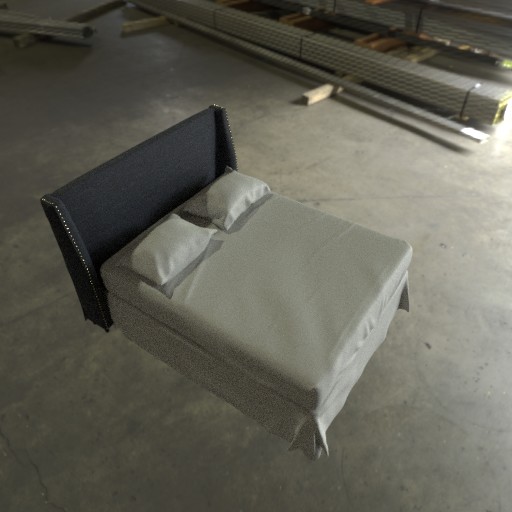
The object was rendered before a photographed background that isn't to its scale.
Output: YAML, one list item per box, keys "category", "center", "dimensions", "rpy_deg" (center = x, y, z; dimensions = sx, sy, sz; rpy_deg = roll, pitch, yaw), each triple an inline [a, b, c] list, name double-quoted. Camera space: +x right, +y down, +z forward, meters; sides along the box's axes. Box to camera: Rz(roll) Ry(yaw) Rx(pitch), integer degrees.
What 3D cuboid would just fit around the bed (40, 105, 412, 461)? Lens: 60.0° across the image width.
- category: "bed"
  center: [0.000, 0.000, 3.521]
  dimensions: [2.276, 1.332, 1.925]
  rpy_deg: [24, 47, 25]
